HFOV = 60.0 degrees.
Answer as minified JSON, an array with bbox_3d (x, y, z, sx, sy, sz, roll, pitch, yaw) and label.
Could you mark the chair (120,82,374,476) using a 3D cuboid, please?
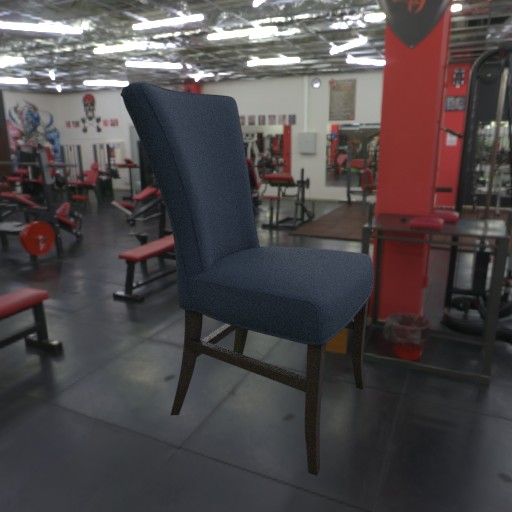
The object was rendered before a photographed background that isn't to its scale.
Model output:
[{"bbox_3d":[0.000,0.000,1.372,0.660,0.991,0.520,8,16,27],"label":"chair"}]
